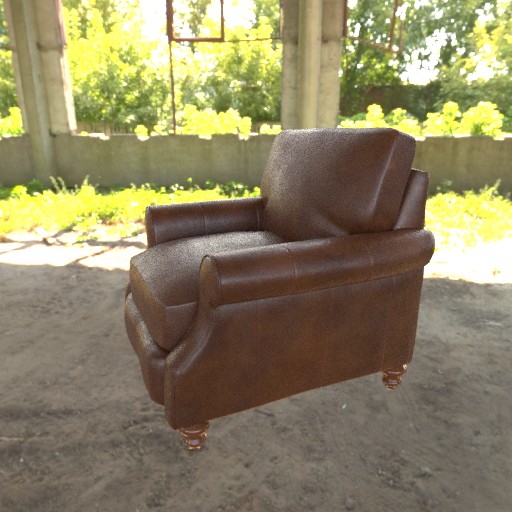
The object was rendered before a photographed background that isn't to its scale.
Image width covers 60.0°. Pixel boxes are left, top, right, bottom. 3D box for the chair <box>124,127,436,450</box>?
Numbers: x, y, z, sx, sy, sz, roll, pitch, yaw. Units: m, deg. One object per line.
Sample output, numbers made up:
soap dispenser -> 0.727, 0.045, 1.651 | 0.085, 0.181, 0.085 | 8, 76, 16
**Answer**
chair -> 0.000, 0.000, 1.736 | 0.992, 0.972, 0.989 | -8, 18, -24
